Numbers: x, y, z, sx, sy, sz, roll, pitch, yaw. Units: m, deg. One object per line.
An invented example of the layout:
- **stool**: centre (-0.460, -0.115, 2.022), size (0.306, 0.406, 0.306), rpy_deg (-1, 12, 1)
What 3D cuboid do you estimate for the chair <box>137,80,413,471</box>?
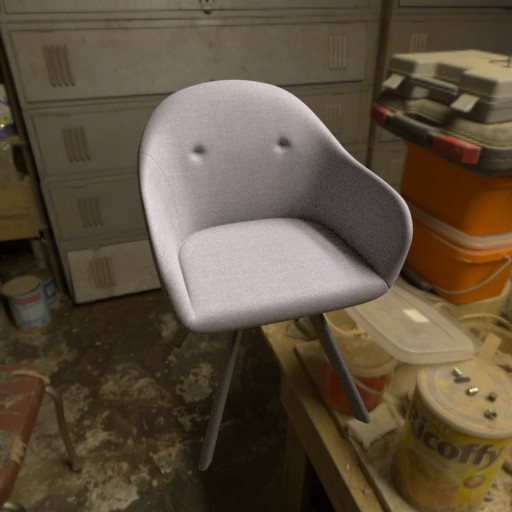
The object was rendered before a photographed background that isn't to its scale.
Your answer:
- **chair**: centre (0.000, 0.000, 1.143), size (0.540, 0.780, 0.570), rpy_deg (-9, 32, -15)
